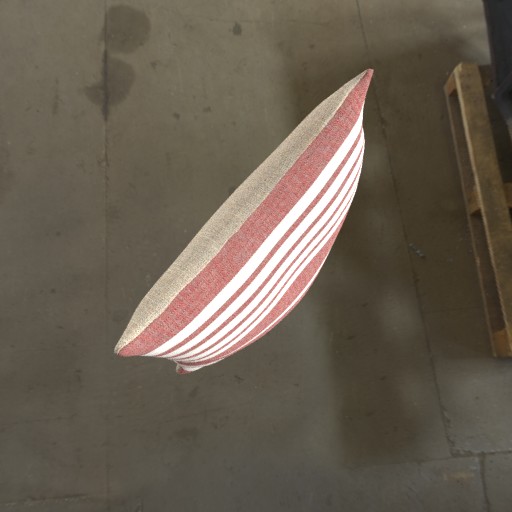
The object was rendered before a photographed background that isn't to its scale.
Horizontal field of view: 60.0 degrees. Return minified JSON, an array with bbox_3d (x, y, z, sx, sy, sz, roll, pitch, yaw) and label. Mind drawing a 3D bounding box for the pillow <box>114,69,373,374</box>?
[{"bbox_3d":[0.000,0.000,0.670,0.182,0.427,0.439,38,77,10],"label":"pillow"}]
